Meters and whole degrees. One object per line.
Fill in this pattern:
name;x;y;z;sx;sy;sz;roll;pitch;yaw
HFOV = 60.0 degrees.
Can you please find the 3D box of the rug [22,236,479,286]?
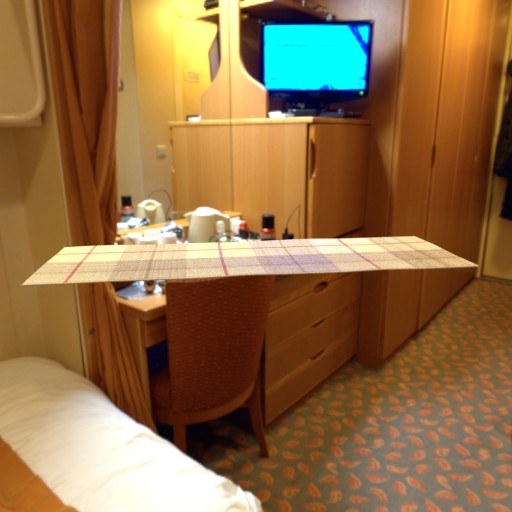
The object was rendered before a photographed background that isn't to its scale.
rug;0.000;0.000;2.708;2.439;0.013;0.762;-2;15;-8
